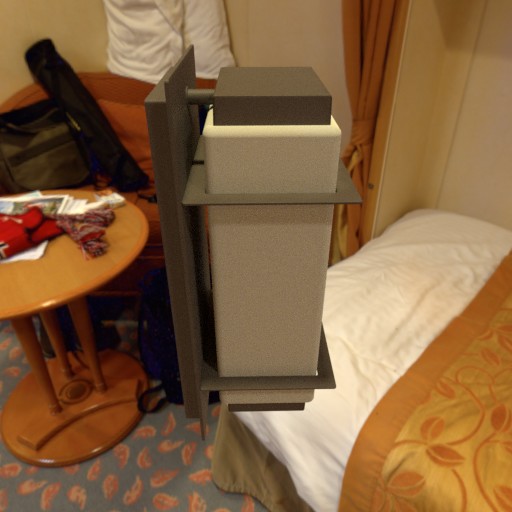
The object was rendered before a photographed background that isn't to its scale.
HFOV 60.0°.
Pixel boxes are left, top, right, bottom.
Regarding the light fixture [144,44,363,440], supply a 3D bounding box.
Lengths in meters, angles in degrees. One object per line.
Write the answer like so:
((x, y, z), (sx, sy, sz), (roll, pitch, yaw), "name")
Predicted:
((0.000, 0.000, 0.420), (0.146, 0.347, 0.153), (-1, 33, -1), "light fixture")
